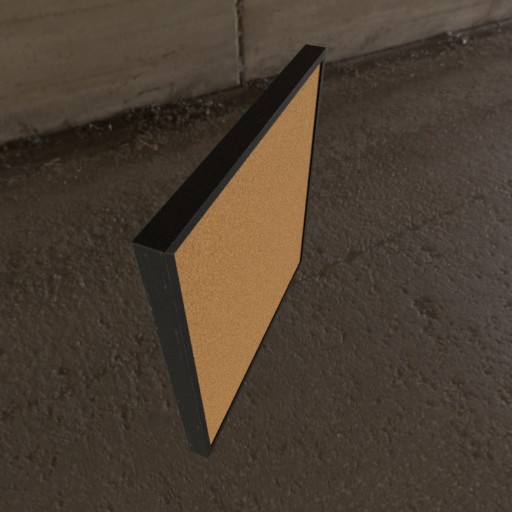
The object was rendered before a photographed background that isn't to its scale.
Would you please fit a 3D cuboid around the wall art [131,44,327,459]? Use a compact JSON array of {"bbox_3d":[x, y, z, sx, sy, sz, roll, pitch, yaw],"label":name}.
[{"bbox_3d":[0.000,0.000,0.744,0.036,0.506,0.506,17,48,16],"label":"wall art"}]
